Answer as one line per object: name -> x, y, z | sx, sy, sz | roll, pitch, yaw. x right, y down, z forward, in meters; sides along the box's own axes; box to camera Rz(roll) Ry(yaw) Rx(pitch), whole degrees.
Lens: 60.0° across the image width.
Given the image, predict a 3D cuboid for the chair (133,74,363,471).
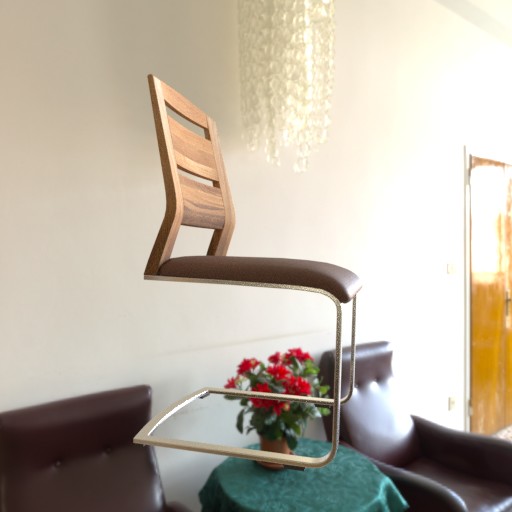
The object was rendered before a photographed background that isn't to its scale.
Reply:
chair -> 0.000, 0.000, 1.265 | 0.570, 0.970, 0.460 | 0, 0, 17
